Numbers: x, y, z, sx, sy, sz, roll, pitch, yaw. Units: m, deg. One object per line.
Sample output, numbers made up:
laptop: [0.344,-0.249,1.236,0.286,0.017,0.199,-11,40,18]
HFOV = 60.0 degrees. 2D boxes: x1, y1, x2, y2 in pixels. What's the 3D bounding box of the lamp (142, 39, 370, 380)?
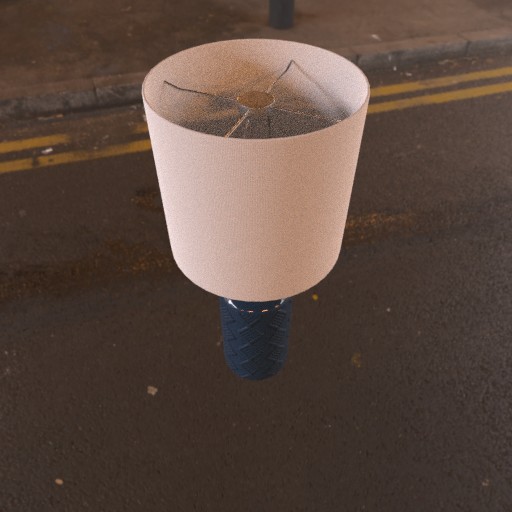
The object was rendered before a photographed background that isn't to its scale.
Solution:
lamp: [0.000,0.000,0.571,0.207,0.461,0.207,17,48,16]
